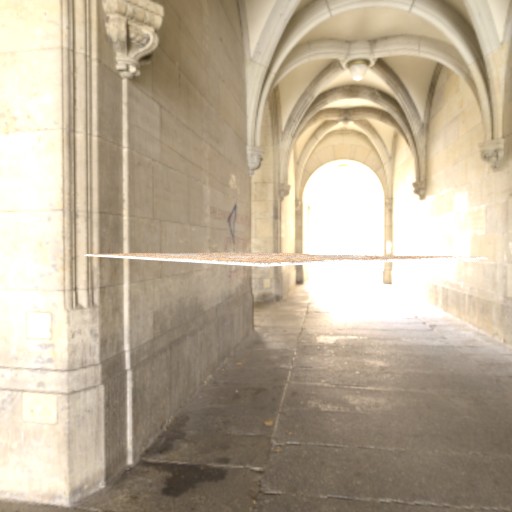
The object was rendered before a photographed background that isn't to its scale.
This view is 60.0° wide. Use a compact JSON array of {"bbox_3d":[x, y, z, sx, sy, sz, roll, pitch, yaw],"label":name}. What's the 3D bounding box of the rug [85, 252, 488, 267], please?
[{"bbox_3d":[0.000,0.000,3.984,2.158,0.024,3.063,-1,2,-36],"label":"rug"}]
